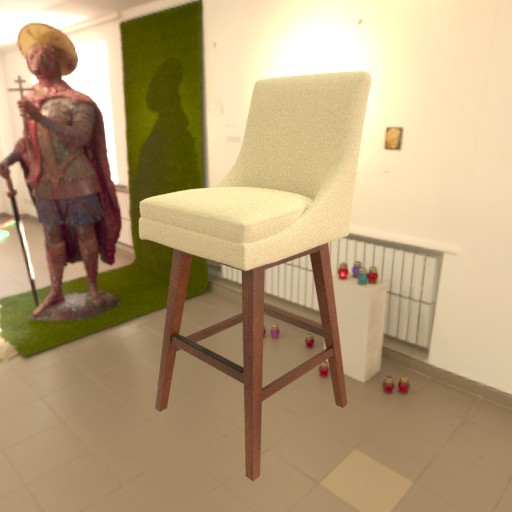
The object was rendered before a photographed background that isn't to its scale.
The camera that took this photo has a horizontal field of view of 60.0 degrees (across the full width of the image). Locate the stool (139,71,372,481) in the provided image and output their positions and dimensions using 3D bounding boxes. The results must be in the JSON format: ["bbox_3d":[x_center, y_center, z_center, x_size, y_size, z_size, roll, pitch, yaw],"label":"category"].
[{"bbox_3d":[0.000,0.000,1.395,0.470,1.097,0.559,16,23,41],"label":"stool"}]
